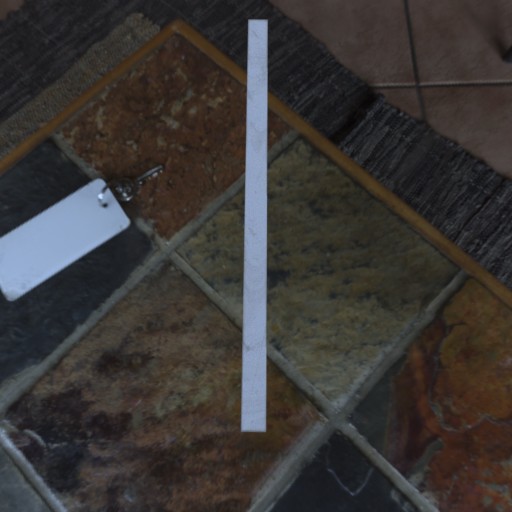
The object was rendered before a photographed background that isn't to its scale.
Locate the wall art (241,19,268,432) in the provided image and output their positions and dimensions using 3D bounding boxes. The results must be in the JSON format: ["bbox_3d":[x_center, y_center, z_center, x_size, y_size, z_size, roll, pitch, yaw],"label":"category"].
[{"bbox_3d":[0.000,0.000,1.139,0.038,0.757,0.760,1,75,0],"label":"wall art"}]
